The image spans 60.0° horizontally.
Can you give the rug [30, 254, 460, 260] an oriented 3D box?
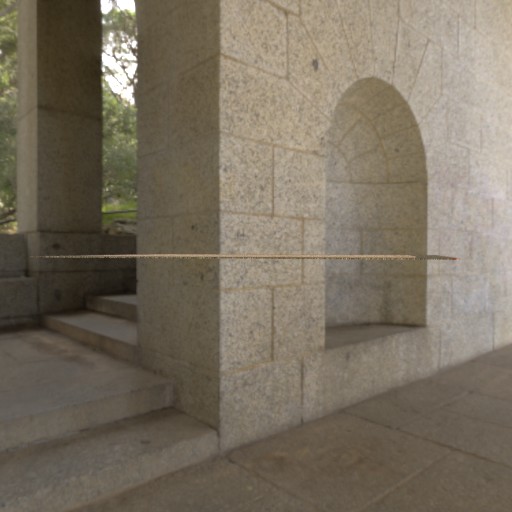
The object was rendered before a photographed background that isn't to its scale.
[{"bbox_3d":[0.000,0.000,3.048,2.435,0.006,1.521,0,1,18],"label":"rug"}]
